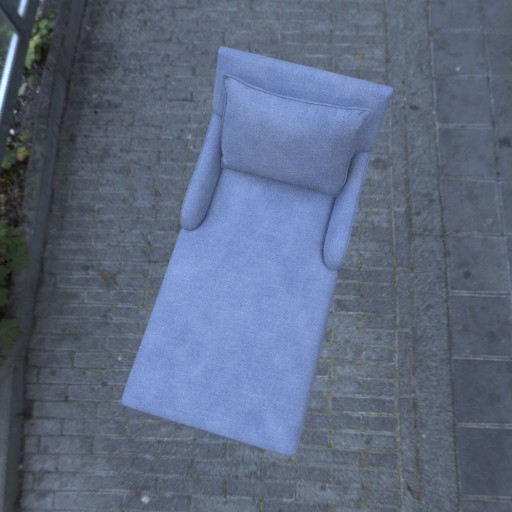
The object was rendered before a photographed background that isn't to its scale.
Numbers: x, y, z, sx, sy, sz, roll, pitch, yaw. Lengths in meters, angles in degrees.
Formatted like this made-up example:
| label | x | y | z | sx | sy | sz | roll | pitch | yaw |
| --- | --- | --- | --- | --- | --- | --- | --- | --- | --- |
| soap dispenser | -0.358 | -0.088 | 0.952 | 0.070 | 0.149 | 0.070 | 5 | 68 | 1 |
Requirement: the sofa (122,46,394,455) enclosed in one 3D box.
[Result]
| label | x | y | z | sx | sy | sz | roll | pitch | yaw |
| --- | --- | --- | --- | --- | --- | --- | --- | --- | --- |
| sofa | 0.000 | 0.000 | 2.293 | 0.904 | 0.883 | 1.779 | 15 | 76 | 4 |
